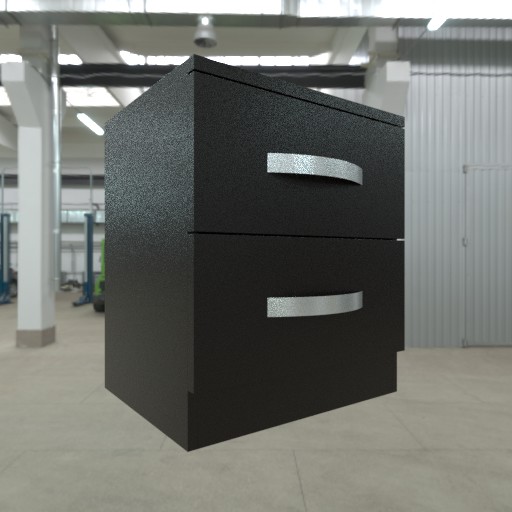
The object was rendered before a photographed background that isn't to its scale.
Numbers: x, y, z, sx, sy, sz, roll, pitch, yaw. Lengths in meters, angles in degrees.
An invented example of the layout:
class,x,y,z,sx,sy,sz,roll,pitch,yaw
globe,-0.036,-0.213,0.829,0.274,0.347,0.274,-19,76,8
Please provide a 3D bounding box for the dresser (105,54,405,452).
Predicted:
class,x,y,z,sx,sy,sz,roll,pitch,yaw
dresser,0.000,0.000,0.756,0.400,0.470,0.360,0,0,-36
